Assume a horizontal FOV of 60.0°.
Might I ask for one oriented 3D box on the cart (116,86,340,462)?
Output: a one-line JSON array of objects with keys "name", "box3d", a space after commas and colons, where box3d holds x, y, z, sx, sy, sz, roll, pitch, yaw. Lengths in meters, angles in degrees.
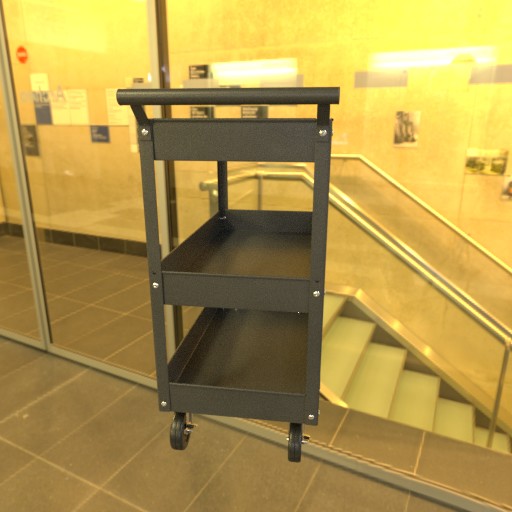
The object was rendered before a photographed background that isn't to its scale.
[{"name": "cart", "box3d": [0.000, 0.000, 1.160, 0.366, 0.780, 0.719, 2, 17, 8]}]
